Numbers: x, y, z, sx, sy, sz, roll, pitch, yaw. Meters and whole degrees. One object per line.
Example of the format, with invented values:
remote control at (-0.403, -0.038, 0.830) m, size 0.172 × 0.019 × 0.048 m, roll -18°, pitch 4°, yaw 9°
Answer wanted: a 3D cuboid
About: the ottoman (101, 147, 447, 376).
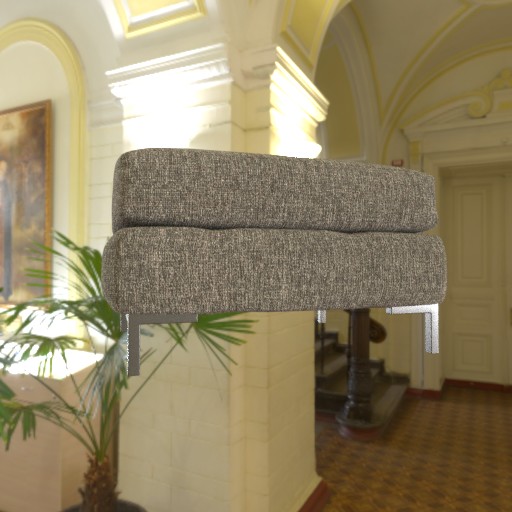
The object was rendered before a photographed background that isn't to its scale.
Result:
ottoman at (0.000, 0.000, 1.263) m, size 0.828 × 0.480 × 0.683 m, roll 0°, pitch -1°, yaw -18°
